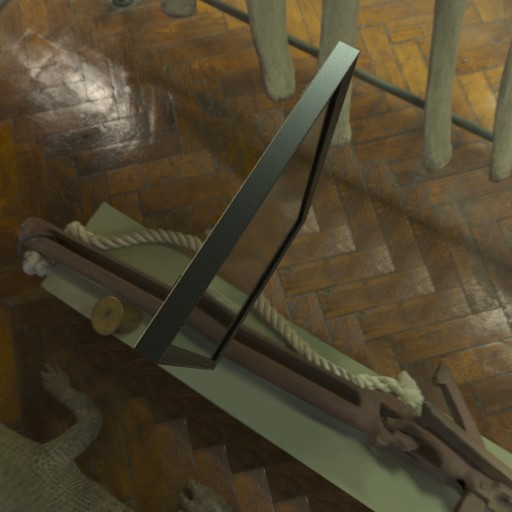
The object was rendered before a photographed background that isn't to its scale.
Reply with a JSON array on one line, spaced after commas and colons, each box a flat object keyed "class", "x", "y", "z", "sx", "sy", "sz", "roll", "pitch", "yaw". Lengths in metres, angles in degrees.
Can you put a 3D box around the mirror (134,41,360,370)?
[{"class": "mirror", "x": 0.000, "y": 0.000, "z": 0.919, "sx": 0.039, "sy": 0.710, "sz": 0.507, "roll": 31, "pitch": 77, "yaw": 8}]
